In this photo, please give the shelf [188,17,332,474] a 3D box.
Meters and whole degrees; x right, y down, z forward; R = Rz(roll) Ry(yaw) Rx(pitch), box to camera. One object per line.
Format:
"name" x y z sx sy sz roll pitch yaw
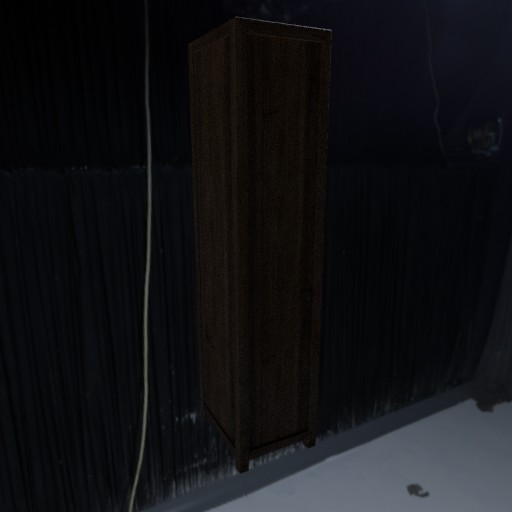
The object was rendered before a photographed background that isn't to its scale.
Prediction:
"shelf" 0.000 0.000 2.104 0.428 1.900 0.500 -7 16 -27
